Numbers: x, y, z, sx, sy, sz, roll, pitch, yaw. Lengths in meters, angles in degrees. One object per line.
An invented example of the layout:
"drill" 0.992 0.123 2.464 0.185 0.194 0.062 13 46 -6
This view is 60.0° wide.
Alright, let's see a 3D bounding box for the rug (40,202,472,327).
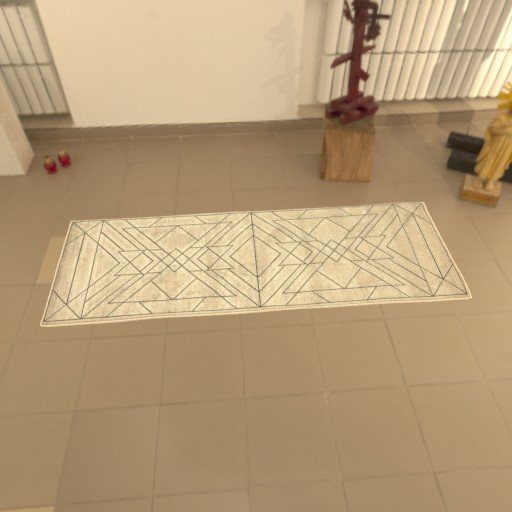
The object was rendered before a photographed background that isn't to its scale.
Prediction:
"rug" 0.000 0.000 2.702 2.381 0.036 0.831 -3 47 -3
